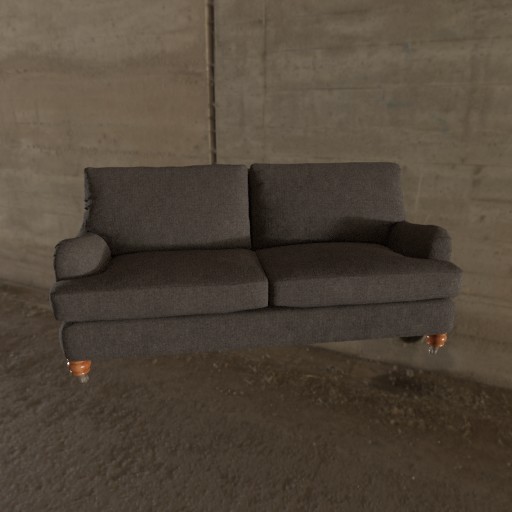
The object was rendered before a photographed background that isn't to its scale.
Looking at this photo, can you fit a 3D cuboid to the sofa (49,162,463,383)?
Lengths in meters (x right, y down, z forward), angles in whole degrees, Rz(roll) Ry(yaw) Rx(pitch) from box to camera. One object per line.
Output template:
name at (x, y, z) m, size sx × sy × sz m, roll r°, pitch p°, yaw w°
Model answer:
sofa at (0.000, 0.000, 2.706) m, size 2.160 × 1.054 × 1.087 m, roll -3°, pitch 18°, yaw -8°
